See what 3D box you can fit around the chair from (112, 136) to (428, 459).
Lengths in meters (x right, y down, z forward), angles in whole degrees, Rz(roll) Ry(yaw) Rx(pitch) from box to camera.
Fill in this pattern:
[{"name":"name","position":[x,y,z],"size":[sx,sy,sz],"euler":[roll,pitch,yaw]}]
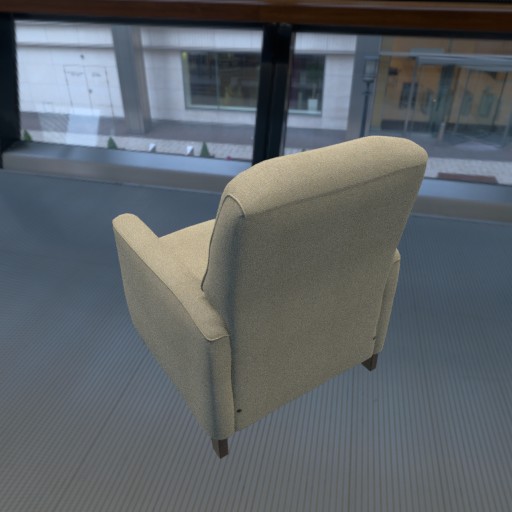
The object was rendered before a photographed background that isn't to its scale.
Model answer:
[{"name":"chair","position":[0.000,0.000,1.644],"size":[0.850,1.006,0.853],"euler":[-19,37,-28]}]
